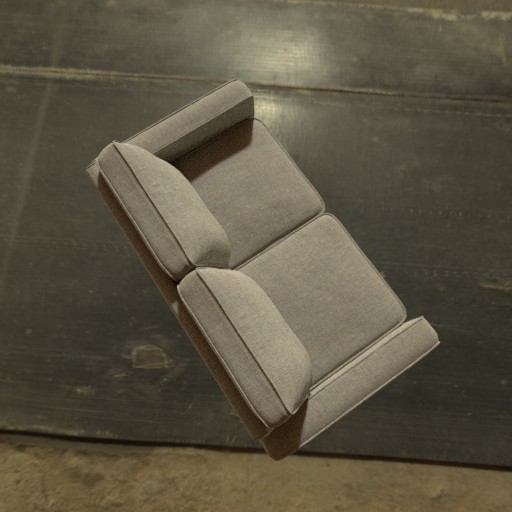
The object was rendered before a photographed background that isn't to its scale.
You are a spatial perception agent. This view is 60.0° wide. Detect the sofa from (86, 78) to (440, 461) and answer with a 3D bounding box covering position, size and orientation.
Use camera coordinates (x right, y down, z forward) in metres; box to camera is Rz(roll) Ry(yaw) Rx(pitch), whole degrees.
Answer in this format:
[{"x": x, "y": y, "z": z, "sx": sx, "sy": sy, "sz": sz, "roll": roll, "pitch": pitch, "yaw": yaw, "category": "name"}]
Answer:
[{"x": 0.000, "y": 0.000, "z": 2.257, "sx": 0.945, "sy": 0.915, "sz": 1.706, "roll": -33, "pitch": 78, "yaw": -8, "category": "sofa"}]
